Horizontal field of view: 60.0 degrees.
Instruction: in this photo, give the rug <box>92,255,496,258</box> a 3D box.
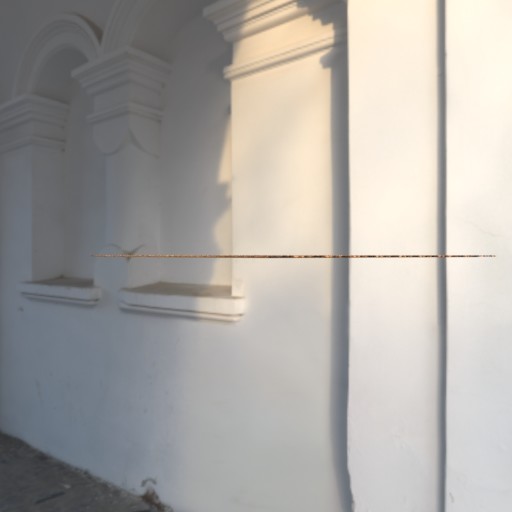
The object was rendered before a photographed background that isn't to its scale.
[{"bbox_3d":[0.000,0.000,2.986,1.516,0.010,2.434,0,0,-36],"label":"rug"}]
